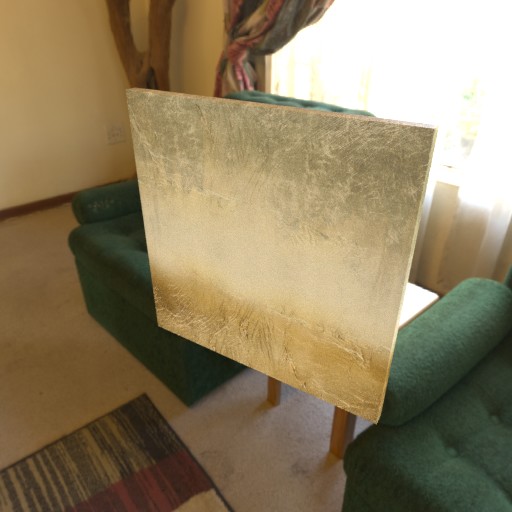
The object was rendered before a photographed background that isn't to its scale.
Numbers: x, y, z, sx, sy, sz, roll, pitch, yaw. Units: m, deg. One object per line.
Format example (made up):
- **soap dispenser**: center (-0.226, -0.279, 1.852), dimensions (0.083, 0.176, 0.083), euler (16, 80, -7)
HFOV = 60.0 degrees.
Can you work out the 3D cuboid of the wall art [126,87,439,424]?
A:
- **wall art**: center (0.000, 0.000, 1.654), dimensions (1.092, 1.091, 0.051), euler (17, 34, 27)
